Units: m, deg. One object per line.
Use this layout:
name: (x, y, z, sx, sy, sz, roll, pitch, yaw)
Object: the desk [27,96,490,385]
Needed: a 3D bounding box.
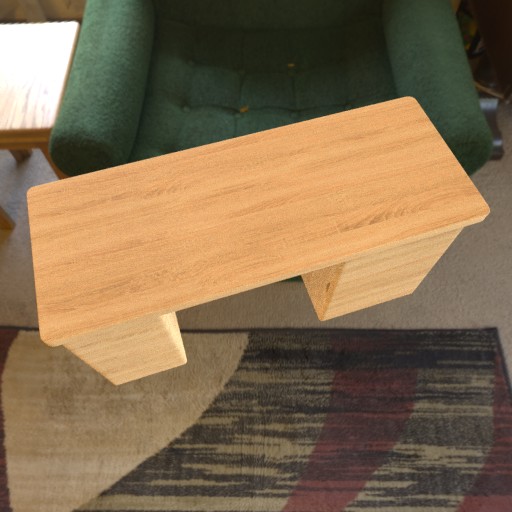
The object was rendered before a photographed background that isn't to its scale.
desk: (0.000, 0.000, 1.758, 1.400, 0.760, 0.550, -16, 63, -8)
